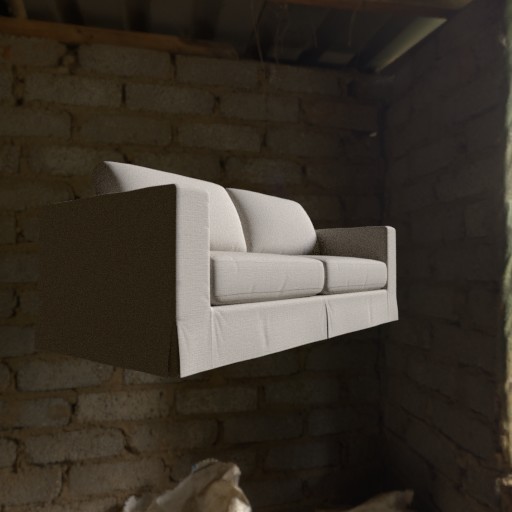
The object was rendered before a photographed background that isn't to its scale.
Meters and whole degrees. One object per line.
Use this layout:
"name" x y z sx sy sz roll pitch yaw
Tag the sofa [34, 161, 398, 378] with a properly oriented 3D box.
"sofa" 0.000 0.000 2.623 0.954 0.881 2.163 -1 -2 37
